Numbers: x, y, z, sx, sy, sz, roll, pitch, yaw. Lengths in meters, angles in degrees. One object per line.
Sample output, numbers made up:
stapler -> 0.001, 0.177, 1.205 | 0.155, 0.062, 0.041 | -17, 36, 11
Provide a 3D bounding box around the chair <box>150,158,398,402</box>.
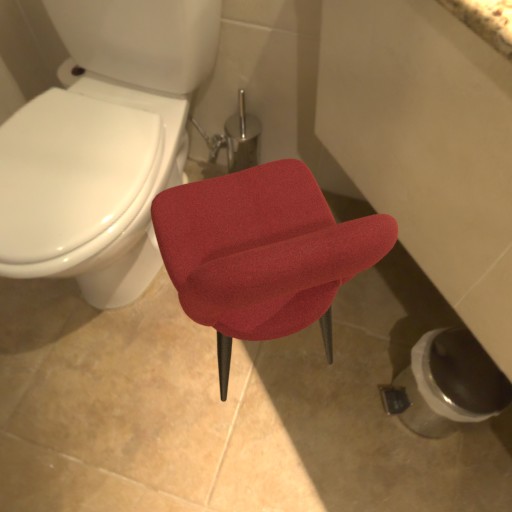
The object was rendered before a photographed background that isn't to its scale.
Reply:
chair -> 0.000, 0.000, 1.192 | 0.483, 0.892, 0.569 | -16, 61, -9
